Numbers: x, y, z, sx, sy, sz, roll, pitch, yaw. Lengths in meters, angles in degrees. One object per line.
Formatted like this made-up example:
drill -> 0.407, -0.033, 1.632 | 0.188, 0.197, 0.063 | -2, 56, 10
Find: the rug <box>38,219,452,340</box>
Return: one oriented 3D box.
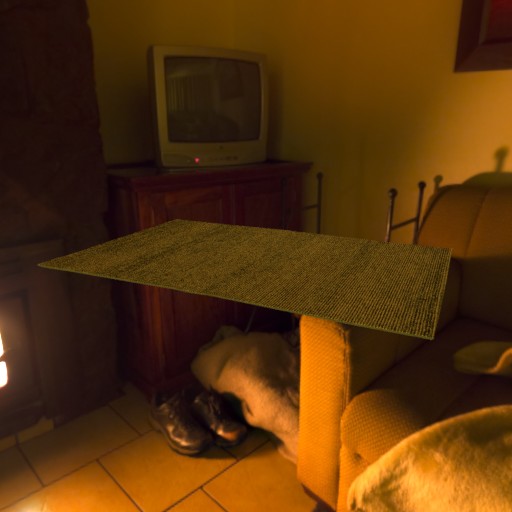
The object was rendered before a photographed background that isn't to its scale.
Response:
rug -> 0.000, 0.000, 2.233 | 1.777, 0.021, 1.145 | 8, 18, 25
